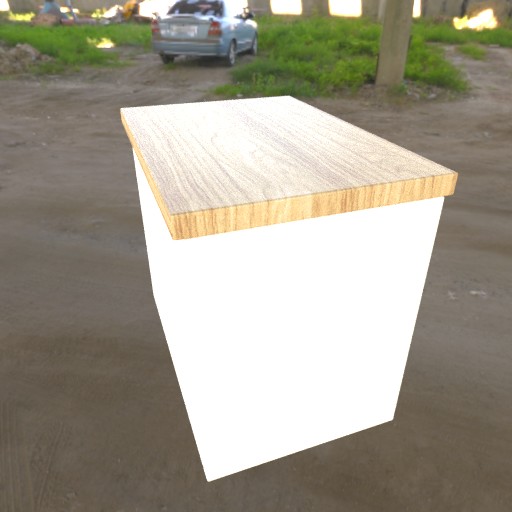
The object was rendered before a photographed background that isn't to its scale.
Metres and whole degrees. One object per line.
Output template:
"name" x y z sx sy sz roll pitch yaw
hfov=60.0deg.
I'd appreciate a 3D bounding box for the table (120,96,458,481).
"table" 0.000 0.000 0.794 0.360 0.440 0.500 -11 32 -17
